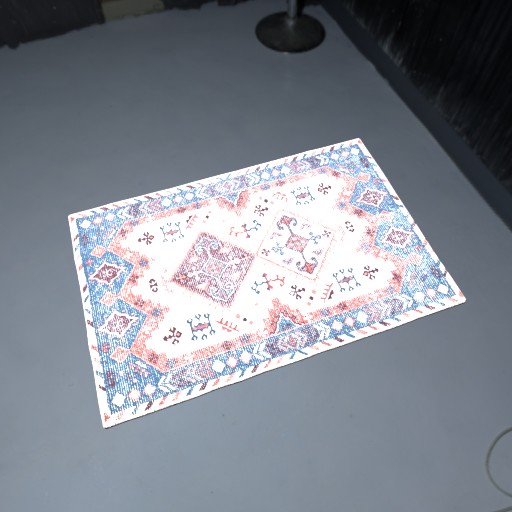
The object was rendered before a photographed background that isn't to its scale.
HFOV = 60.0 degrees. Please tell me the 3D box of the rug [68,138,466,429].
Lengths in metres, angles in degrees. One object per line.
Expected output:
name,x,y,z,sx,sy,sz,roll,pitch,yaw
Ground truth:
rug,0.000,0.000,2.378,1.840,0.015,1.225,-17,60,-10
